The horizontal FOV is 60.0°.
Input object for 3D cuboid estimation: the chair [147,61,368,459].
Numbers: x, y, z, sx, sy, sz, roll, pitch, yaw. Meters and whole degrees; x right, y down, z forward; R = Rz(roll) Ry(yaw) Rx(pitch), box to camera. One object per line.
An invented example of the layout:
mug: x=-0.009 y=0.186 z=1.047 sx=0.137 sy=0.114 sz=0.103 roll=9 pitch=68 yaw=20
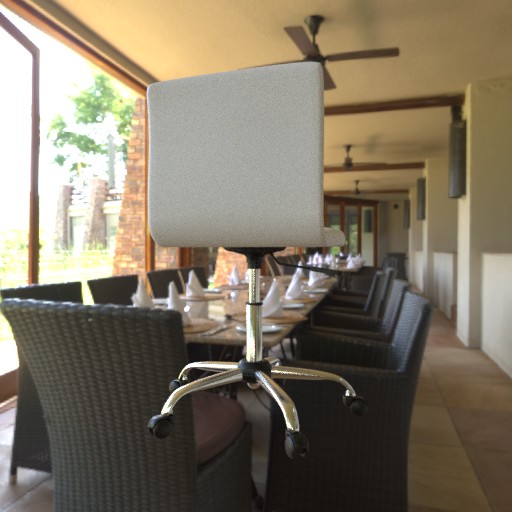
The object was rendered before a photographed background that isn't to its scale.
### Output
chair: x=0.000 y=0.000 z=1.068 sx=0.520 sy=0.750 sz=0.455 roll=0 pitch=1 yaw=18
